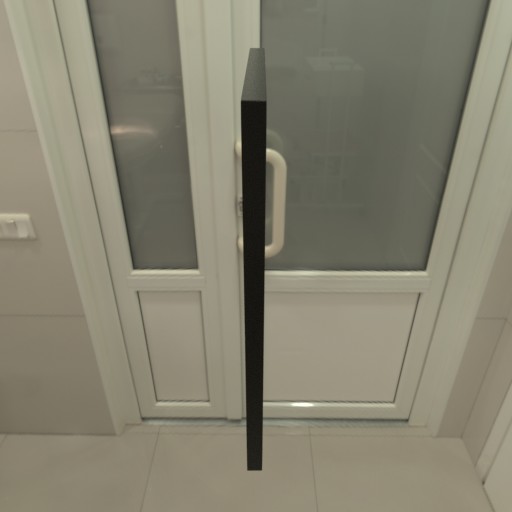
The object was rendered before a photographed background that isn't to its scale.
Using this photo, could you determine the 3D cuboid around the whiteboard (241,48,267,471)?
[{"bbox_3d":[0.000,0.000,0.768,0.026,0.611,0.406,0,32,1],"label":"whiteboard"}]
